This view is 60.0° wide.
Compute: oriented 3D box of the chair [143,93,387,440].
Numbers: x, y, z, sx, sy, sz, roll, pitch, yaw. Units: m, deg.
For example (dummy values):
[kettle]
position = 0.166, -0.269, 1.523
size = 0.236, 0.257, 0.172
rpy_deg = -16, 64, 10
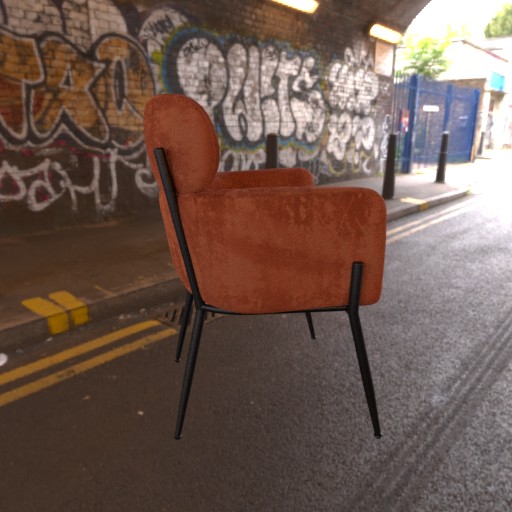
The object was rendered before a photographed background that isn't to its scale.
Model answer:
[chair]
position = 0.000, 0.000, 1.150
size = 0.523, 0.772, 0.561
rpy_deg = -3, 16, -9
